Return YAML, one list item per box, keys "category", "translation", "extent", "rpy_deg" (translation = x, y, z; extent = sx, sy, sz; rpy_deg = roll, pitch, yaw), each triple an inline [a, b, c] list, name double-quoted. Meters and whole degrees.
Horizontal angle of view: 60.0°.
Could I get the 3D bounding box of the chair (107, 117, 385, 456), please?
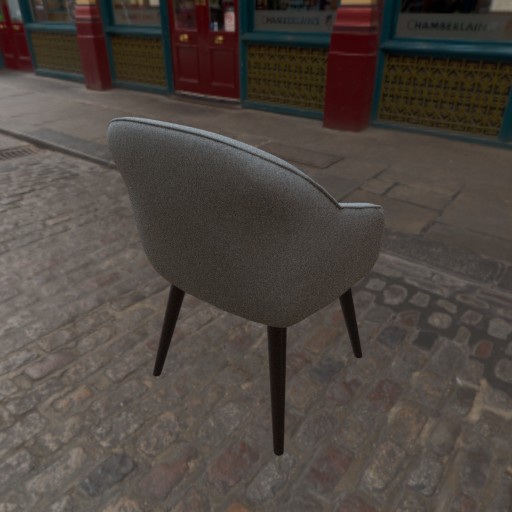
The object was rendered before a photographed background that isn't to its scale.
- category: "chair"
  translation: [0.000, 0.000, 1.208]
  extent: [0.589, 0.810, 0.611]
  rpy_deg: [20, 35, 32]
